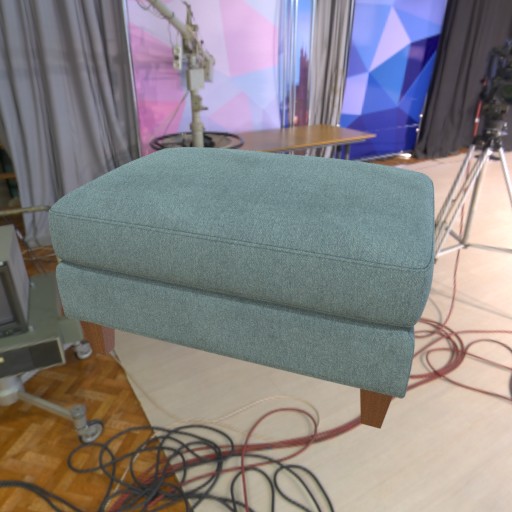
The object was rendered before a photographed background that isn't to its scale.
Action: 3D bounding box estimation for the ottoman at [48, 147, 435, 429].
[{"bbox_3d":[0.000,0.000,1.200,0.864,0.483,0.584,9,29,17],"label":"ottoman"}]
